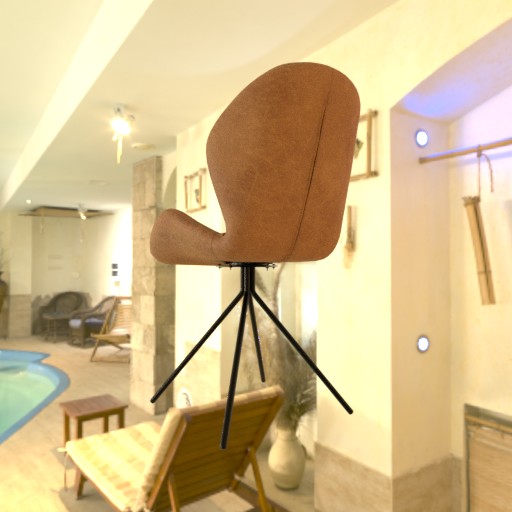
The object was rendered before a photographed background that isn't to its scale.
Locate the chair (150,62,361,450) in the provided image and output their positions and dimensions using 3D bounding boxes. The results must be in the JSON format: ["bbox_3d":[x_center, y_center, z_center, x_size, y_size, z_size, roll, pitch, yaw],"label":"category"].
[{"bbox_3d":[0.000,0.000,1.323,0.527,0.929,0.640,1,-1,-35],"label":"chair"}]
